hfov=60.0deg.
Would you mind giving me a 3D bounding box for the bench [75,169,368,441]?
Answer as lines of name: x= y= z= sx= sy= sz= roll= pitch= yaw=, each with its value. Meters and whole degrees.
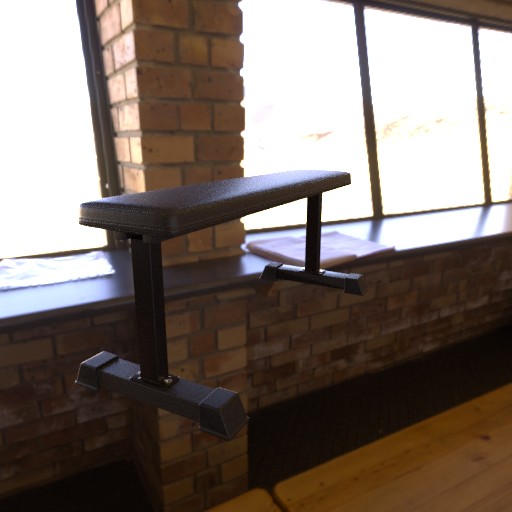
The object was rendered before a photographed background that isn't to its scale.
bench: x=0.000 y=0.000 z=1.333 sx=0.439 sy=0.453 sz=1.072 roll=8 pitch=17 yaw=28
